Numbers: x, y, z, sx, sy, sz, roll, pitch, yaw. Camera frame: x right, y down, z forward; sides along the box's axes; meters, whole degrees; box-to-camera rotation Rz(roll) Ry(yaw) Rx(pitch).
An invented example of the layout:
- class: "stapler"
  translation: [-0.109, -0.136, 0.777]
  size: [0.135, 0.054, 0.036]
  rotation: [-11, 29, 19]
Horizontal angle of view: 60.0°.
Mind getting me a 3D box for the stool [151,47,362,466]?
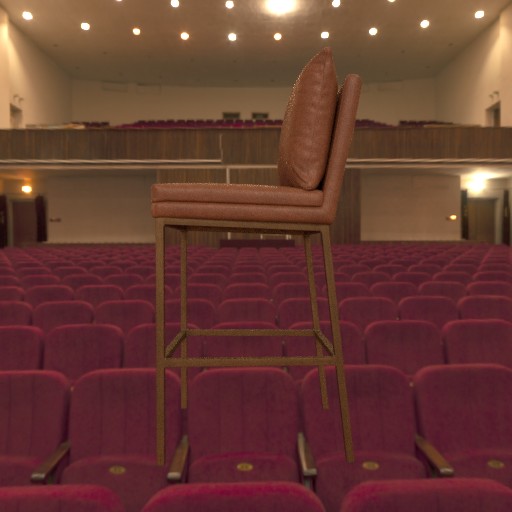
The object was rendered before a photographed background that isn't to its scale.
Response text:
- class: "stool"
  translation: [0.000, 0.000, 1.408]
  size: [0.571, 1.124, 0.463]
  rotation: [0, 1, -1]
